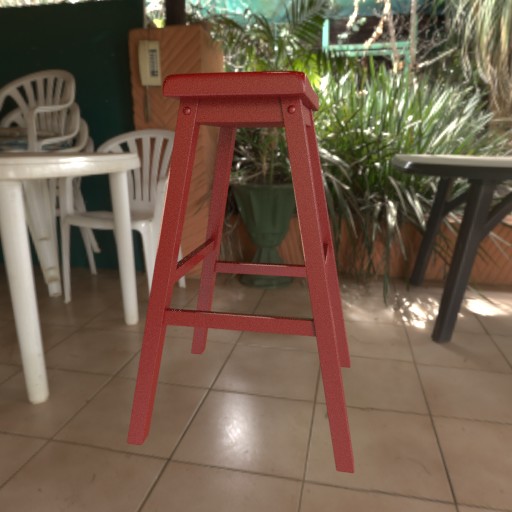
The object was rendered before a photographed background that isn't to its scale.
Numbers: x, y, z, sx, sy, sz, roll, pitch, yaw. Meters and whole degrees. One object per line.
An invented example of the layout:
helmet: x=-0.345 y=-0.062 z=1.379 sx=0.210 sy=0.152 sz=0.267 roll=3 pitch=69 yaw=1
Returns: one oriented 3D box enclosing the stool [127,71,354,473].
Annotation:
stool: x=0.000 y=0.000 z=1.031 sx=0.476 sy=0.737 sz=0.457 roll=3 pitch=15 yaw=10
